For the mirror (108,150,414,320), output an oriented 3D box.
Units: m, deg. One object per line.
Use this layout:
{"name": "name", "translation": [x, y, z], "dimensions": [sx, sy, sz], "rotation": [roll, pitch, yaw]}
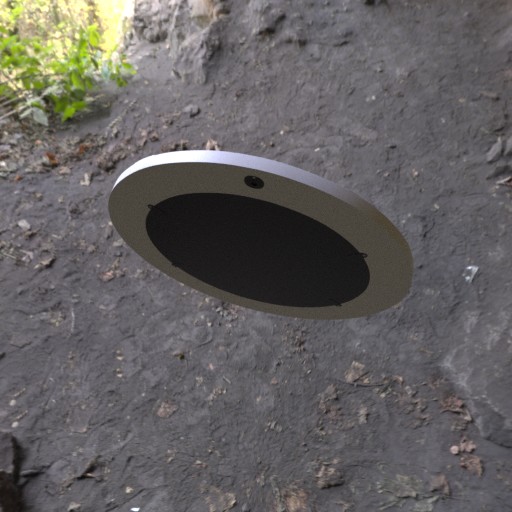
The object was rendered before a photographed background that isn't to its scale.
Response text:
{"name": "mirror", "translation": [0.000, 0.000, 1.359], "dimensions": [0.914, 0.914, 0.038], "rotation": [13, 65, 6]}
